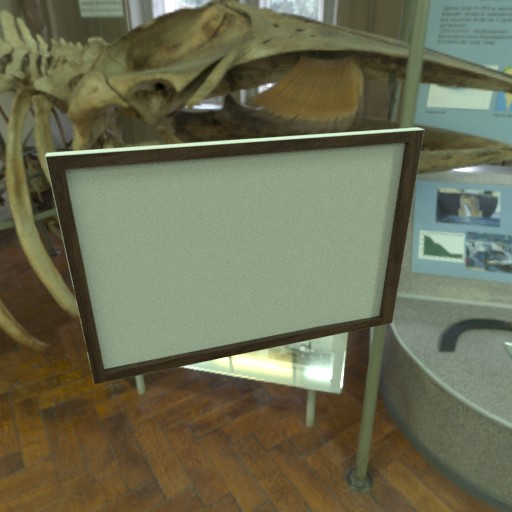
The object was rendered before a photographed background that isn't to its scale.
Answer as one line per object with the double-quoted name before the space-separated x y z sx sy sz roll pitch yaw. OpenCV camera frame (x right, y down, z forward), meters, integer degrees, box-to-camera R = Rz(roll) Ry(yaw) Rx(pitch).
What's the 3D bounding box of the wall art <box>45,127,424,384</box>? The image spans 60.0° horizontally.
"wall art" 0.000 0.000 1.961 1.520 1.016 0.051 -8 28 -16
